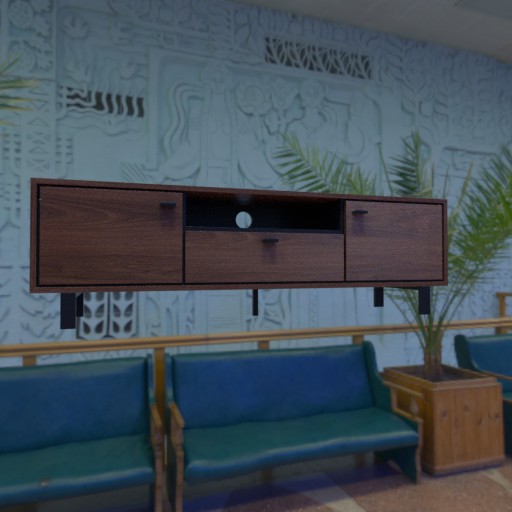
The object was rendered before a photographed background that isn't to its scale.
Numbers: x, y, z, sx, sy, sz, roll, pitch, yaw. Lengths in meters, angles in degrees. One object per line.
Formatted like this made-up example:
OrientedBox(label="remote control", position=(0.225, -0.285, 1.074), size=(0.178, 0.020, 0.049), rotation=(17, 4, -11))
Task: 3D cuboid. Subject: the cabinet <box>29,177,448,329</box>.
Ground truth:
OrientedBox(label="cabinet", position=(0.000, 0.000, 1.851), size=(1.650, 0.500, 0.400), rotation=(0, -1, -17))
